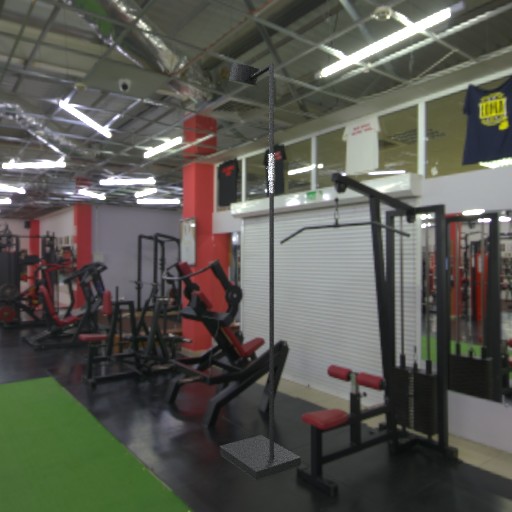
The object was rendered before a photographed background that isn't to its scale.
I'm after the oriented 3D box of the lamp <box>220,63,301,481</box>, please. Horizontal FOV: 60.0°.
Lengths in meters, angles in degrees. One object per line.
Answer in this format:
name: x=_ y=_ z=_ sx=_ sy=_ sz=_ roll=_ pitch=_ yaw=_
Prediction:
lamp: x=0.000 y=0.000 z=1.752 sx=0.203 sy=1.600 sz=0.304 roll=0 pitch=-1 yaw=-34
